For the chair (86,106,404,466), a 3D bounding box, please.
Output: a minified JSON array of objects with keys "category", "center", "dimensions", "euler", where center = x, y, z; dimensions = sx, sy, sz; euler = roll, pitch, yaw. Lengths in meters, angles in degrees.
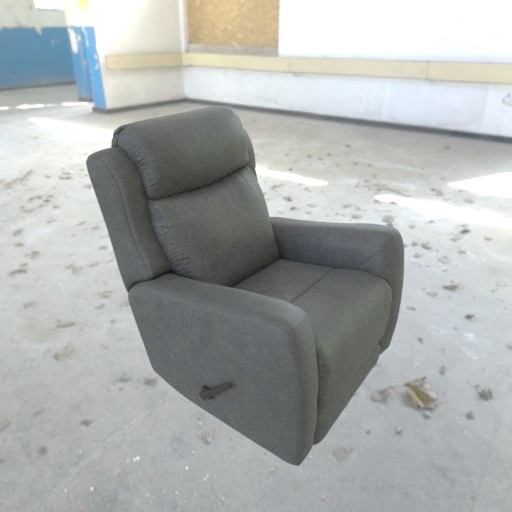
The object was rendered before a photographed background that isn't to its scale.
[{"category":"chair","center":[0.000,0.000,1.935],"dimensions":[1.068,1.116,0.967],"euler":[19,33,32]}]
